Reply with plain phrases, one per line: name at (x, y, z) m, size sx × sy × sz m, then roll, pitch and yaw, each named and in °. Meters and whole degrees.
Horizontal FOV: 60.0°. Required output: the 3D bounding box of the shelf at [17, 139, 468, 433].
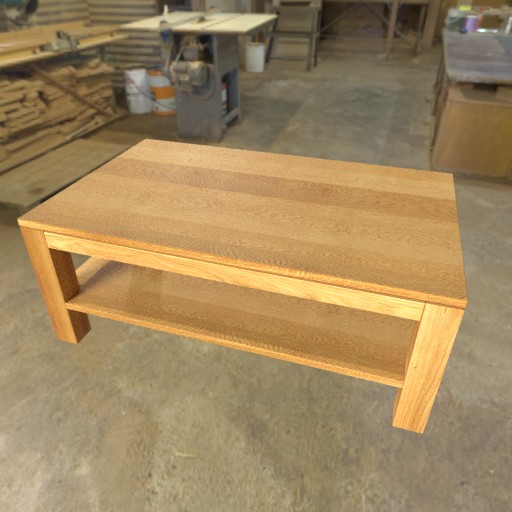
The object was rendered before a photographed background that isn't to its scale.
shelf at (0.000, 0.000, 1.468) m, size 1.150 × 0.450 × 0.700 m, roll 10°, pitch 35°, yaw 15°
